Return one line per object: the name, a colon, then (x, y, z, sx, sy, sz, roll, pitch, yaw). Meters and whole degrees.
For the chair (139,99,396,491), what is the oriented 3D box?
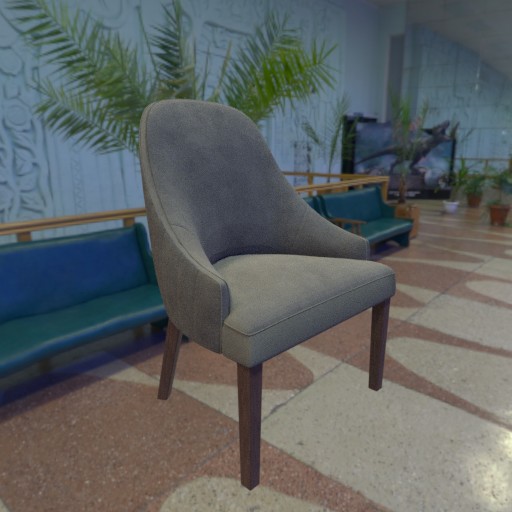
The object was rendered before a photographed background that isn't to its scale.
chair: (0.000, 0.000, 1.280, 0.575, 0.889, 0.643, 13, 19, 42)
